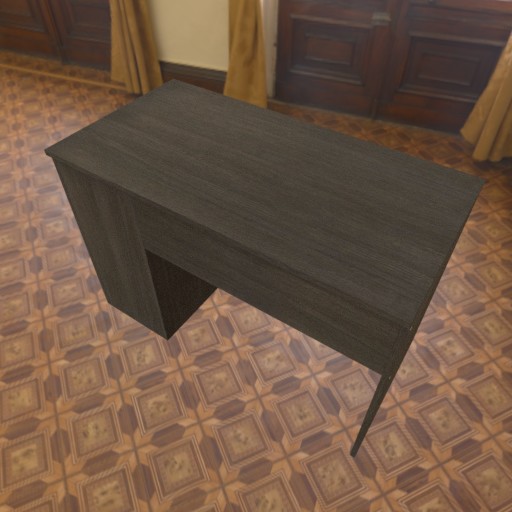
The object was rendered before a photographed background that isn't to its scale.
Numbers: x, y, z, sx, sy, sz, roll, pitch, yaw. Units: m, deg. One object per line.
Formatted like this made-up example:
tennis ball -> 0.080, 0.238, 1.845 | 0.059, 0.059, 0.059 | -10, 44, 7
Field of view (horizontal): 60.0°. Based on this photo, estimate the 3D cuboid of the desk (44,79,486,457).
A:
desk -> 0.000, 0.000, 1.486 | 1.096, 0.730, 0.560 | 26, 51, 23
